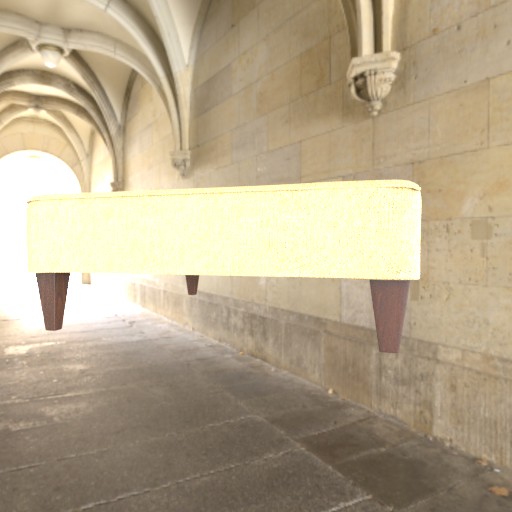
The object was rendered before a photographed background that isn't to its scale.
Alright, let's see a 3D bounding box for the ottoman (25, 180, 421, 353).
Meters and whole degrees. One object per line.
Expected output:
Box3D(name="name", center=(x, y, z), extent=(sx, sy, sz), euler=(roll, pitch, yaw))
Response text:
Box3D(name="ottoman", center=(0.000, 0.000, 1.468), extent=(0.970, 0.378, 0.981), euler=(0, 1, 16))
